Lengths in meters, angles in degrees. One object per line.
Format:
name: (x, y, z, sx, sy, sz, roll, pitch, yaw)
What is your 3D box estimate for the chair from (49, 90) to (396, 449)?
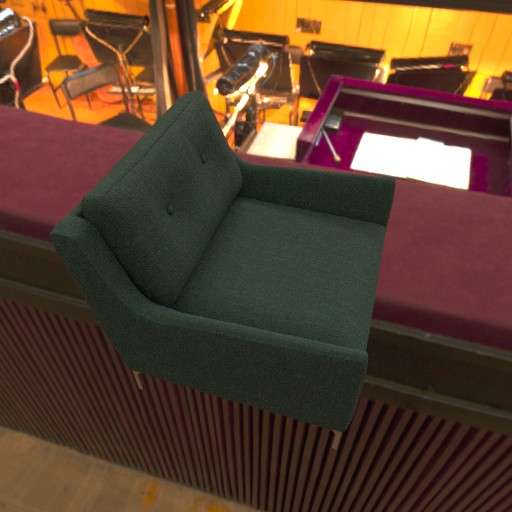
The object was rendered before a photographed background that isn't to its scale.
chair: (0.000, 0.000, 1.535, 0.849, 0.828, 0.847, 13, 47, 12)
